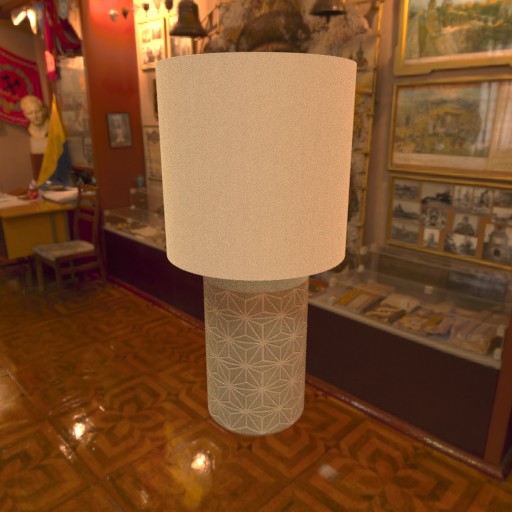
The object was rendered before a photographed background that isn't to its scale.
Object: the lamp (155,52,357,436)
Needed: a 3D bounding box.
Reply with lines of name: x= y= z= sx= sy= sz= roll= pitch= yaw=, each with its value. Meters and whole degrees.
lamp: x=0.000 y=0.000 z=0.525 sx=0.206 sy=0.416 sz=0.206 roll=-15 pitch=23 yaw=-40
